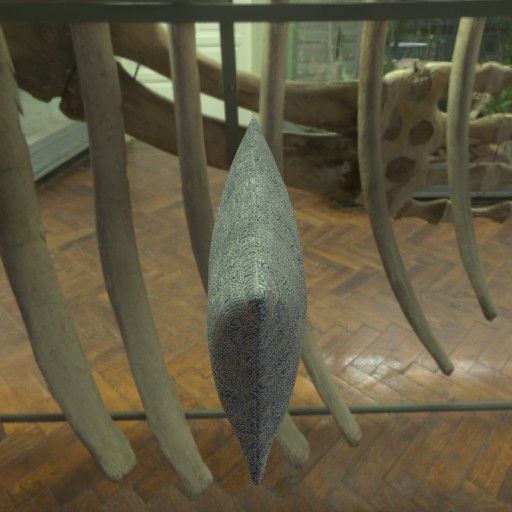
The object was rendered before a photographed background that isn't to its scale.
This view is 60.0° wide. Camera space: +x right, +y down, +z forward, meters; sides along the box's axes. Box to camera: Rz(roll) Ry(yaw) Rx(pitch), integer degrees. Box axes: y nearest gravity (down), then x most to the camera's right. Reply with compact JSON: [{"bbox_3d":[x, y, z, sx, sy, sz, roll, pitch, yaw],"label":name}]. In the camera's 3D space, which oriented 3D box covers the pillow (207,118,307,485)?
[{"bbox_3d":[0.000,0.000,0.735,0.151,0.295,0.615,0,32,-1],"label":"pillow"}]
